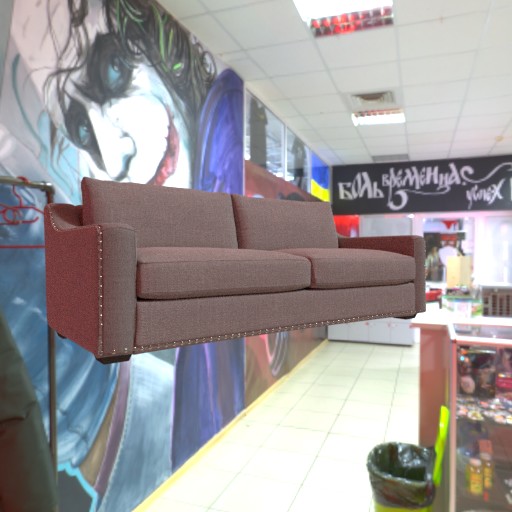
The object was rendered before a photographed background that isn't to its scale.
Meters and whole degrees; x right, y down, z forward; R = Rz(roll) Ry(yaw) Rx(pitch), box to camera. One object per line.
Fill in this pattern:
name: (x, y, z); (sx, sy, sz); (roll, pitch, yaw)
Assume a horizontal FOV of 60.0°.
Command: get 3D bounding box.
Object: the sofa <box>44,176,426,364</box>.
sofa: (0.000, 0.000, 2.723); (2.208, 0.857, 1.000); (0, 0, -37)
